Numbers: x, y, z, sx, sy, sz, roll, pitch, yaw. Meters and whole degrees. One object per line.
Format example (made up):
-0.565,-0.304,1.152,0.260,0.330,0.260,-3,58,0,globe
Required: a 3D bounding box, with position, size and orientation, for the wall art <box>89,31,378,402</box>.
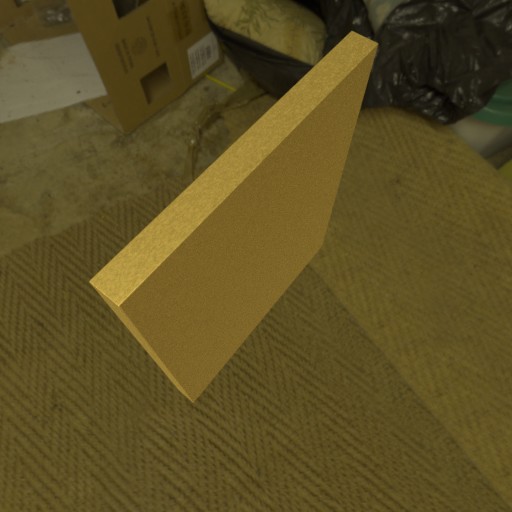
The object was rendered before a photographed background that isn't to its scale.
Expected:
0.000,0.000,0.865,0.048,0.642,0.537,35,68,16,wall art
